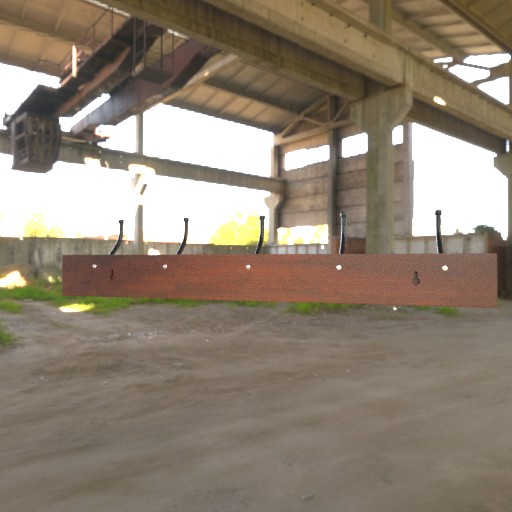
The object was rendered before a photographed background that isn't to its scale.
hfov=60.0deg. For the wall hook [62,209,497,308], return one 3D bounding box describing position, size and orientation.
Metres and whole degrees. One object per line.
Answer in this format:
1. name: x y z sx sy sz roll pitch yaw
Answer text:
1. wall hook: 0.000 0.000 0.600 0.571 0.117 0.071 0 0 17
